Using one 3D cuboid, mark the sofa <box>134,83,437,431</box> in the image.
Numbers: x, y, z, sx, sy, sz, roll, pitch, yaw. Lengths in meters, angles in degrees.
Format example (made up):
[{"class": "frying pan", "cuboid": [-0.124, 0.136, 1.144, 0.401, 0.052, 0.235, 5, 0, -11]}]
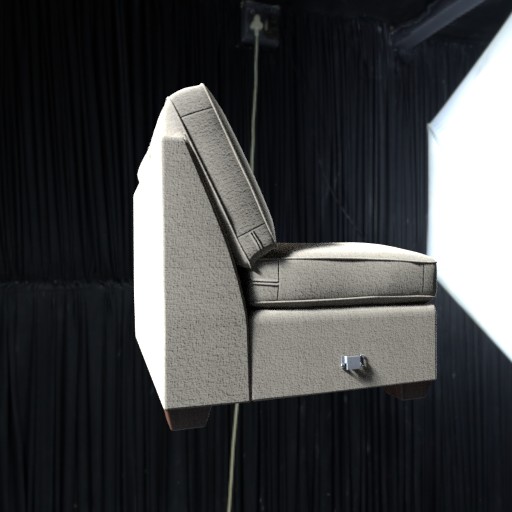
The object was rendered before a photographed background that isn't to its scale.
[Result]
[{"class": "sofa", "cuboid": [0.000, 0.000, 1.966, 0.978, 1.006, 1.232, 0, 0, -19]}]
